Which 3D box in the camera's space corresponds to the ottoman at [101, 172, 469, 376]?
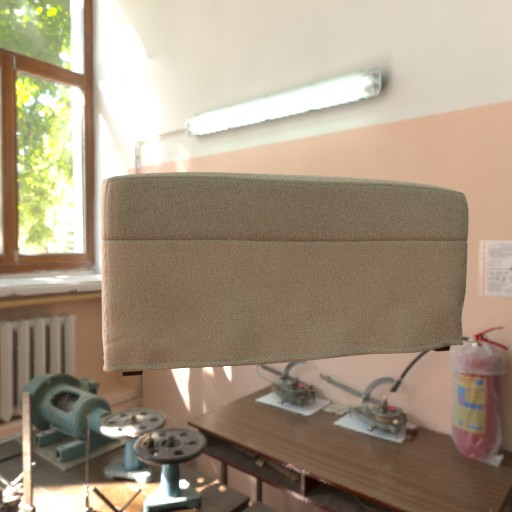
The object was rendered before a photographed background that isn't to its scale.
[{"bbox_3d":[0.000,0.000,1.322,0.842,0.441,0.843,0,2,-16],"label":"ottoman"}]
